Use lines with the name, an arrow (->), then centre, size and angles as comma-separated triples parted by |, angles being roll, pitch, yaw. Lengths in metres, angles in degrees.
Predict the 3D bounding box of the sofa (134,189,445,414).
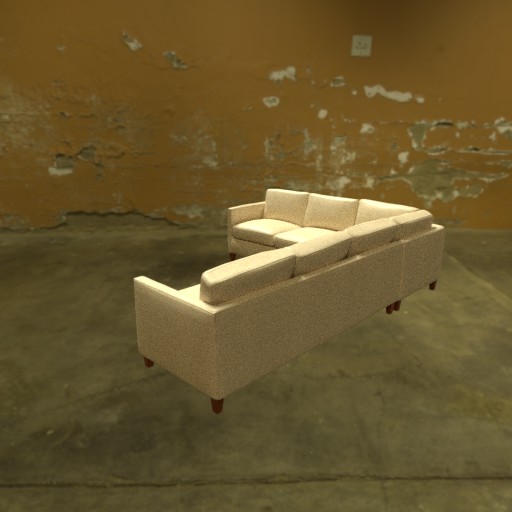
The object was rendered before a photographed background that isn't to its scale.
sofa -> 0.000, 0.000, 4.608 | 2.593, 0.947, 3.302 | 16, 22, 43
